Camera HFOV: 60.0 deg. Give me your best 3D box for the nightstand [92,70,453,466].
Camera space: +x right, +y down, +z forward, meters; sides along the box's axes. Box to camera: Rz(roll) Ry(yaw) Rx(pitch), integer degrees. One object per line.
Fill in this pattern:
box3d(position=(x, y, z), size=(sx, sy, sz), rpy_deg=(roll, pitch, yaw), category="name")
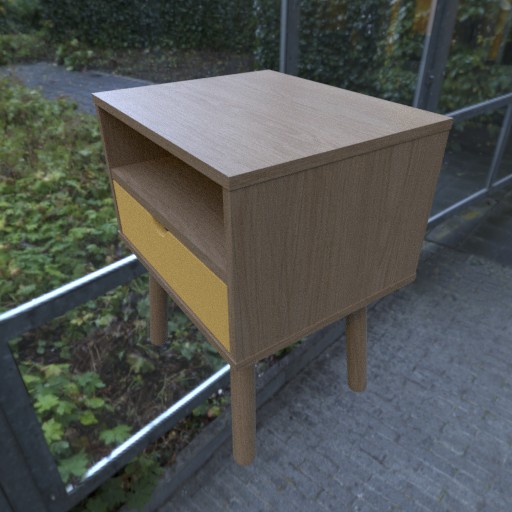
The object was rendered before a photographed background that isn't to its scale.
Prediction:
box3d(position=(0.000, 0.000, 0.857), size=(0.380, 0.571, 0.450), rpy_deg=(-21, 38, -29), category="nightstand")
